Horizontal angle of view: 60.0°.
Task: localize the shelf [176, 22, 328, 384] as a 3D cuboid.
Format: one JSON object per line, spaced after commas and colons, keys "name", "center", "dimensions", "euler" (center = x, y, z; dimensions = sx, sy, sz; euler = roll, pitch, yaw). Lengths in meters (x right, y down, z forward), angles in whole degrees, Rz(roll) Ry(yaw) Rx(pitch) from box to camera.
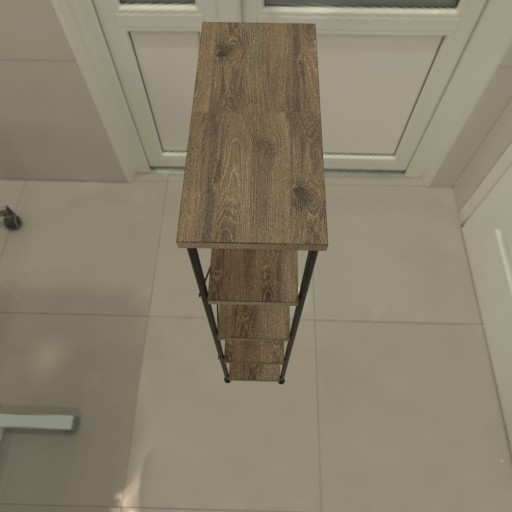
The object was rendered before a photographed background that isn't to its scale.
{"name": "shelf", "center": [0.000, 0.000, 1.985], "dimensions": [0.360, 1.700, 0.800], "euler": [1, 63, 1]}
